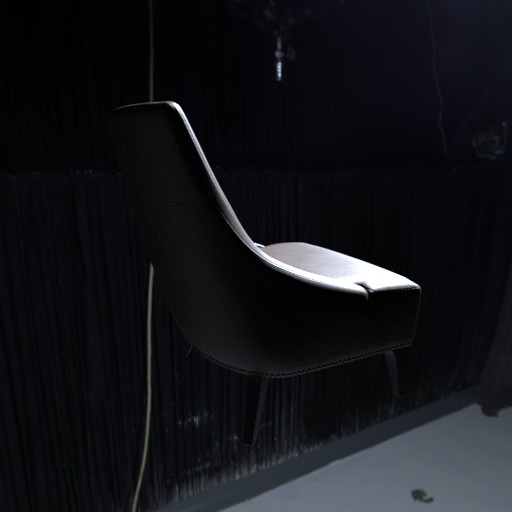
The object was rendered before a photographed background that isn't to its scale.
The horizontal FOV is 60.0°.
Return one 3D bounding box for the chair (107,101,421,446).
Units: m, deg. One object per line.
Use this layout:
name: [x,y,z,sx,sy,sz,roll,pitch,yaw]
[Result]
chair: [0.000,0.000,1.471,0.861,0.909,0.701,-7,16,-26]
